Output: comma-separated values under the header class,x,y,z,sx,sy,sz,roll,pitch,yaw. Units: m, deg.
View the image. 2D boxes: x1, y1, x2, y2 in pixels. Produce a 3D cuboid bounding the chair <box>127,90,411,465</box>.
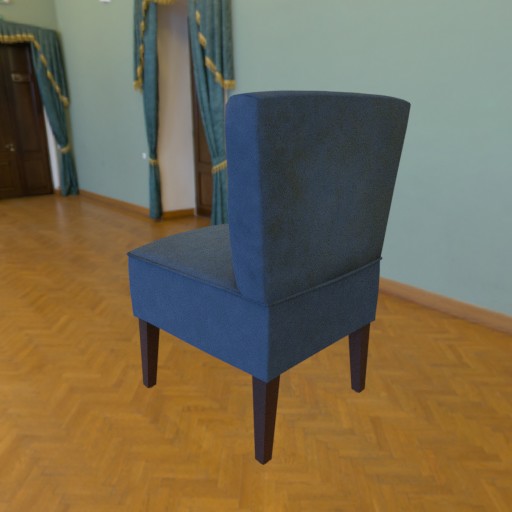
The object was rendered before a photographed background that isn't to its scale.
class,x,y,z,sx,sy,sz,roll,pitch,yaw
chair,0.000,0.000,1.178,0.521,0.806,0.551,-17,24,-42
